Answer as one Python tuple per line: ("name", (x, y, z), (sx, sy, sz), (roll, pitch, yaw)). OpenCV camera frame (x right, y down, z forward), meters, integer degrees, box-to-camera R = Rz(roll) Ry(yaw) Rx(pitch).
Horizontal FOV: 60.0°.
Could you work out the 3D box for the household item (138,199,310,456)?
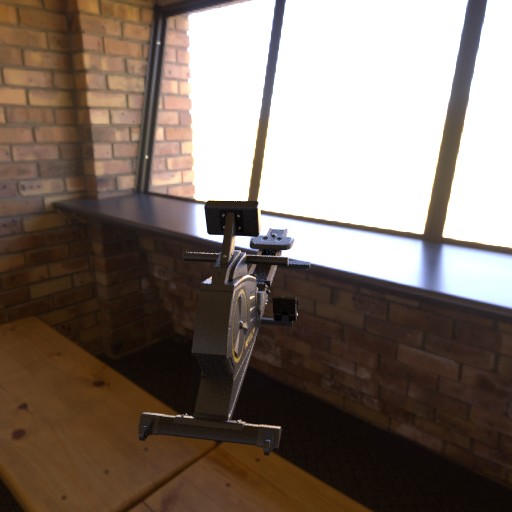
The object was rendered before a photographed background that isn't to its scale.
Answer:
("household item", (0.000, 0.000, 2.502), (0.521, 0.810, 2.251), (3, 16, 9))
